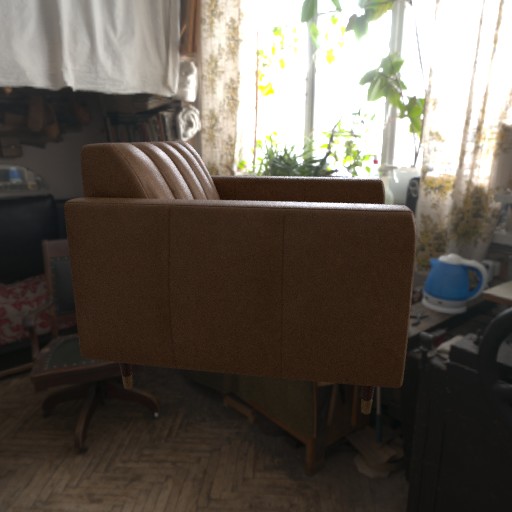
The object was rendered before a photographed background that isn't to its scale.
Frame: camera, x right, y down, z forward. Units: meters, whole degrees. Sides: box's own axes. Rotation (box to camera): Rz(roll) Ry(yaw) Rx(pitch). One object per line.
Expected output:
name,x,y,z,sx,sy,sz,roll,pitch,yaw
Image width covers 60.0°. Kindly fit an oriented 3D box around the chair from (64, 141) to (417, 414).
chair,0.000,0.000,1.646,0.998,0.819,0.953,3,15,10
